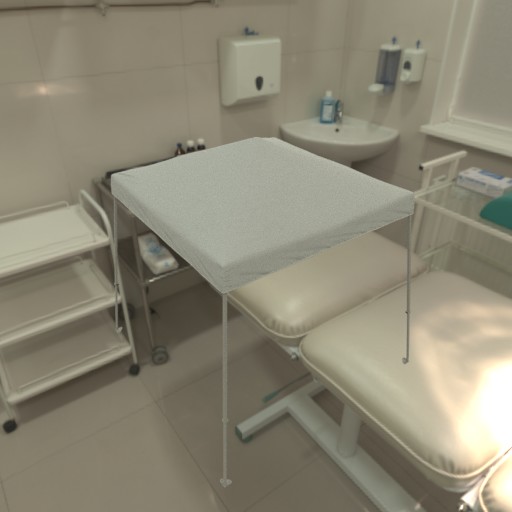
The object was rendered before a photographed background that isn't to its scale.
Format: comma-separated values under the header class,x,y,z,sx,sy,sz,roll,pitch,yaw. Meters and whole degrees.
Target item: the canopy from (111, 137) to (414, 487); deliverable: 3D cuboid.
class,x,y,z,sx,sy,sz,roll,pitch,yaw
canopy,0.000,0.000,5.260,2.848,2.849,2.849,-21,38,-30
